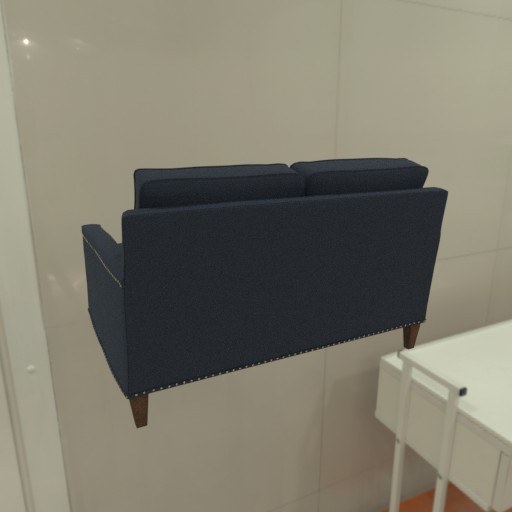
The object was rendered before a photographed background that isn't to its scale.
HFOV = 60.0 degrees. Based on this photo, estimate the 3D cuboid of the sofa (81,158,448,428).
[{"bbox_3d":[0.000,0.000,2.293,1.597,1.003,1.084,-8,17,-26],"label":"sofa"}]
